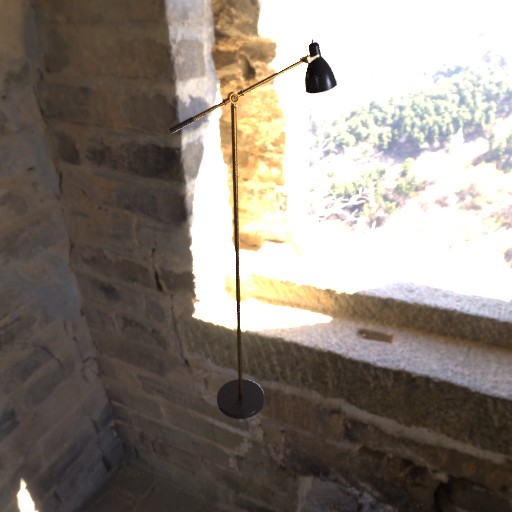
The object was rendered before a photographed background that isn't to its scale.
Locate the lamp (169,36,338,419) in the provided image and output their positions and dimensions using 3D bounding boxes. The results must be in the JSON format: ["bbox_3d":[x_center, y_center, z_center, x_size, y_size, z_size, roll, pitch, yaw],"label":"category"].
[{"bbox_3d":[0.000,0.000,1.841,0.618,1.628,0.235,-11,31,-18],"label":"lamp"}]
